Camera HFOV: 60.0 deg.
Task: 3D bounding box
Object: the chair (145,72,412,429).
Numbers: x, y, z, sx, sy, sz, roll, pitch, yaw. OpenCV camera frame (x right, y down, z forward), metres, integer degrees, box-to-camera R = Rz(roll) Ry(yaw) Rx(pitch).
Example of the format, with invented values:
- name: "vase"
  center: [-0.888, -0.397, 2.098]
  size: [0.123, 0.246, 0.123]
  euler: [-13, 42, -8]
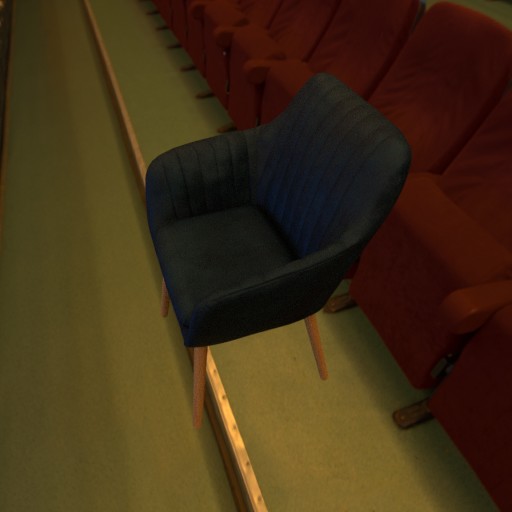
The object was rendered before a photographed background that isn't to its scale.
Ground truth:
- name: "chair"
  center: [0.000, 0.000, 1.251]
  size: [0.573, 0.826, 0.578]
  euler: [-15, 47, -15]
